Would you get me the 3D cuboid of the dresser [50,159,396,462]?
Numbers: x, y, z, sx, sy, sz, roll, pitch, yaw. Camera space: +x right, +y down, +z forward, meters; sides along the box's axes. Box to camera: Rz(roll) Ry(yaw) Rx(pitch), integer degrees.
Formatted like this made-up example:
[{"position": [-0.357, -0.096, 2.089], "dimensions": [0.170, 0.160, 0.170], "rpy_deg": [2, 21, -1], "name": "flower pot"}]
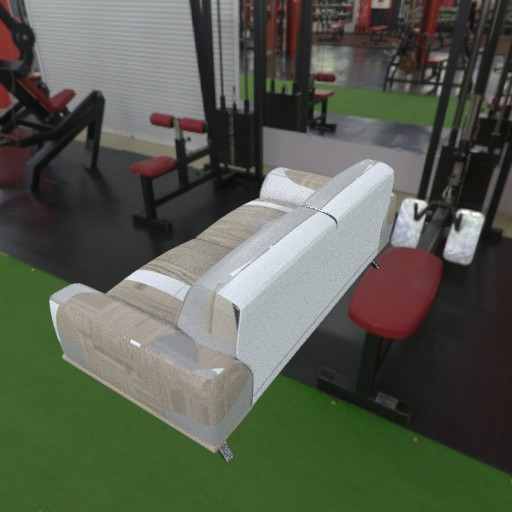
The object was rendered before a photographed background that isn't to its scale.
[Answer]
[{"position": [0.000, 0.000, 5.845], "dimensions": [2.251, 1.863, 4.679], "rpy_deg": [19, 36, 28], "name": "dresser"}]
